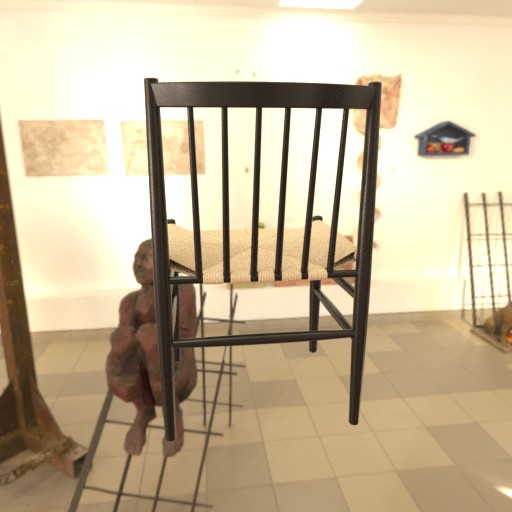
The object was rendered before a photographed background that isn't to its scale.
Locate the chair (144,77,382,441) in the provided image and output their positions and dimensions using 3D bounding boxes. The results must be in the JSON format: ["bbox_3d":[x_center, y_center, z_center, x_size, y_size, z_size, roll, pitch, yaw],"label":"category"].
[{"bbox_3d":[0.000,0.000,1.153,0.495,0.818,0.516,-2,15,-8],"label":"chair"}]
